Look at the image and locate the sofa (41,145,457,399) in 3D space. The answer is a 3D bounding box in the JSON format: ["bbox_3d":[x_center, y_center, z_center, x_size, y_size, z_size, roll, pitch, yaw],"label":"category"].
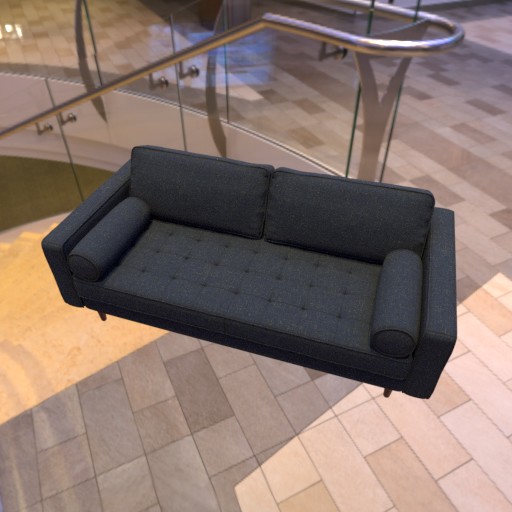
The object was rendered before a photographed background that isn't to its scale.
[{"bbox_3d":[0.000,0.000,2.305,1.880,0.762,0.914,12,42,13],"label":"sofa"}]
